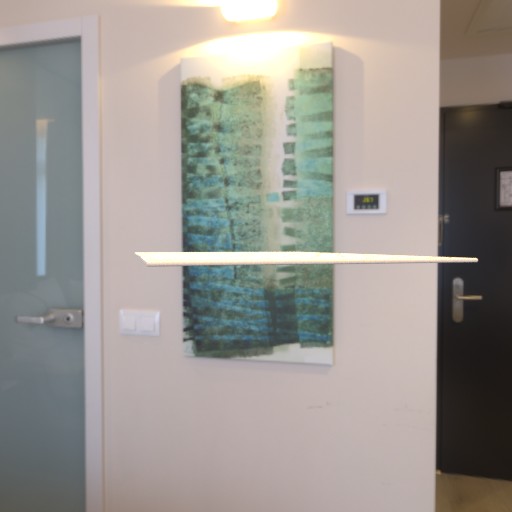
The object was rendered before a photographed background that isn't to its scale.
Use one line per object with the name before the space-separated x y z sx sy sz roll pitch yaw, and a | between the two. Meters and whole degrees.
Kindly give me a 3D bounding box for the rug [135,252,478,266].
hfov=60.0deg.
rug | 0.000 0.000 2.378 1.222 0.015 1.828 0 1 -16
